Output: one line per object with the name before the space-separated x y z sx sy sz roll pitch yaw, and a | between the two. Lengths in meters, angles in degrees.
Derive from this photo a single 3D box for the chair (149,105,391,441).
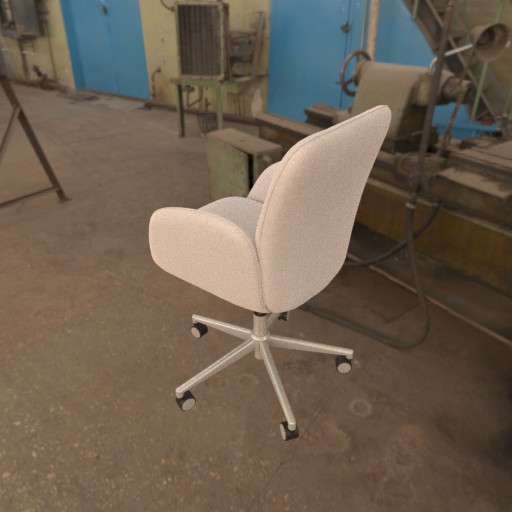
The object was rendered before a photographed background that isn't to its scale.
chair | 0.000 0.000 1.415 0.633 0.959 0.648 21 37 31
